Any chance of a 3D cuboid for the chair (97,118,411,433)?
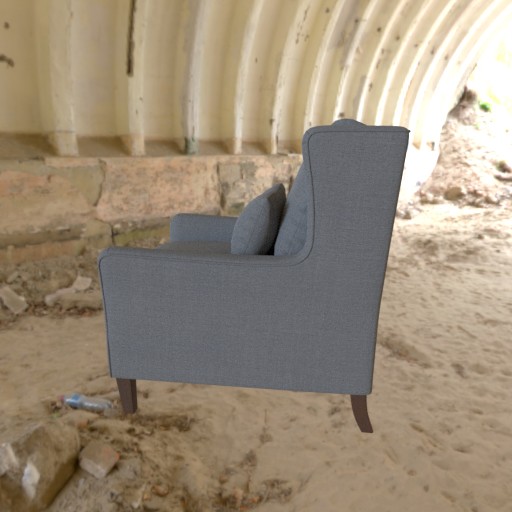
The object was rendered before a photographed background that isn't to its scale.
[{"bbox_3d":[0.000,0.000,1.842,1.040,1.056,0.866,2,14,7],"label":"chair"}]
